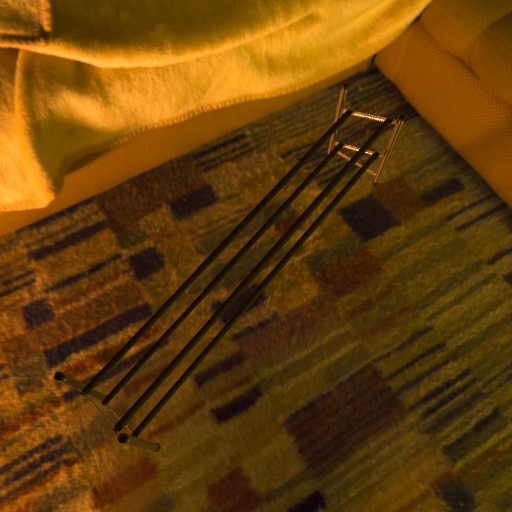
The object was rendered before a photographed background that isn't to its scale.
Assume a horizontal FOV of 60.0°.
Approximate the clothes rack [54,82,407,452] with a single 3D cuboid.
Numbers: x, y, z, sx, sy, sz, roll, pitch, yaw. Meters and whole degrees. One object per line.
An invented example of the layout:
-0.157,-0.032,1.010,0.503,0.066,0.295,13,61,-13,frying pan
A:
0.000,0.000,1.307,0.229,0.349,1.168,36,69,16,clothes rack
